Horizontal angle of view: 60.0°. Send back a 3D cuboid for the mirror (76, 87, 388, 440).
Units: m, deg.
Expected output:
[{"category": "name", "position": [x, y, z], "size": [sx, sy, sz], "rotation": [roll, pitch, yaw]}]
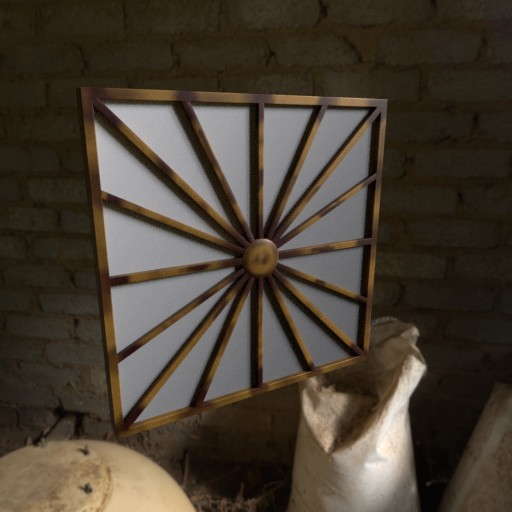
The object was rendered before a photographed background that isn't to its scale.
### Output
[{"category": "mirror", "position": [0.000, 0.000, 0.741], "size": [0.509, 0.507, 0.042], "rotation": [-9, 18, -28]}]
